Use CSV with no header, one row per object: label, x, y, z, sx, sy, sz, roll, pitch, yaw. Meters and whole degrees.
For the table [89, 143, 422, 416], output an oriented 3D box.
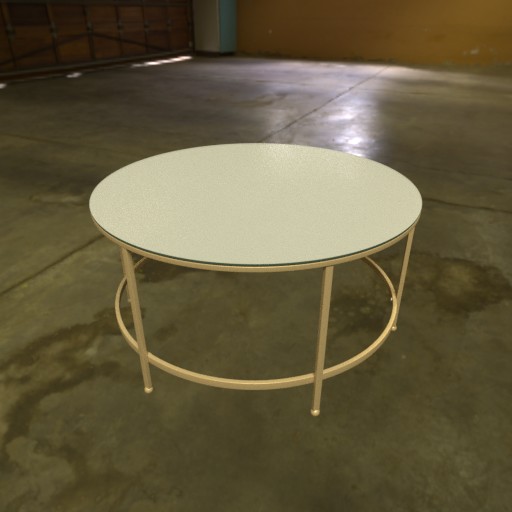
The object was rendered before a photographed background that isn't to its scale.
table,0.000,0.000,1.394,0.914,0.470,0.914,0,29,0
